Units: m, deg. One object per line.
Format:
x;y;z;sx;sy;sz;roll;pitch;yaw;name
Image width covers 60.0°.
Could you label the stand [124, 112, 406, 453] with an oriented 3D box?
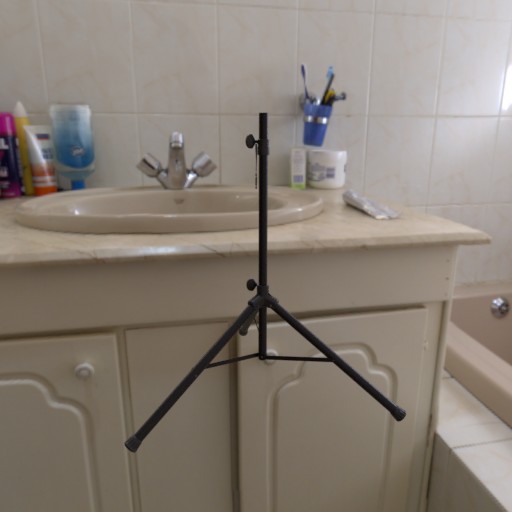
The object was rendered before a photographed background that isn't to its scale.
0.000;0.000;1.867;1.045;1.136;0.907;-2;16;-8;stand
